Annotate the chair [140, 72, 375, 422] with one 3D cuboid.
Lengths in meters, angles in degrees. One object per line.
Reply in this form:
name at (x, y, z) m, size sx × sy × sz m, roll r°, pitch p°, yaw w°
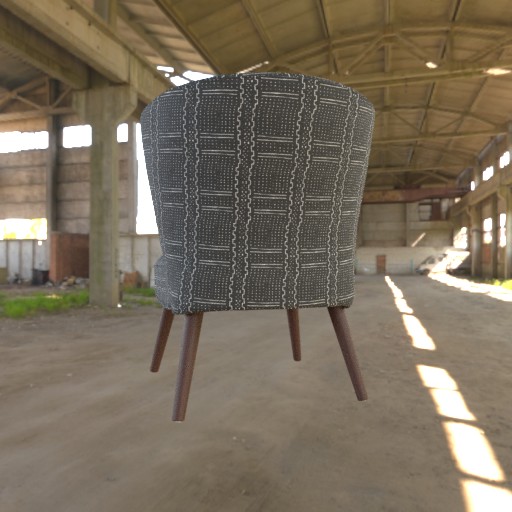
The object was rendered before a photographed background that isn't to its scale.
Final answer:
chair at (0.000, 0.000, 1.393) m, size 0.710 × 0.866 × 0.758 m, roll 0°, pitch 0°, yaw -18°
